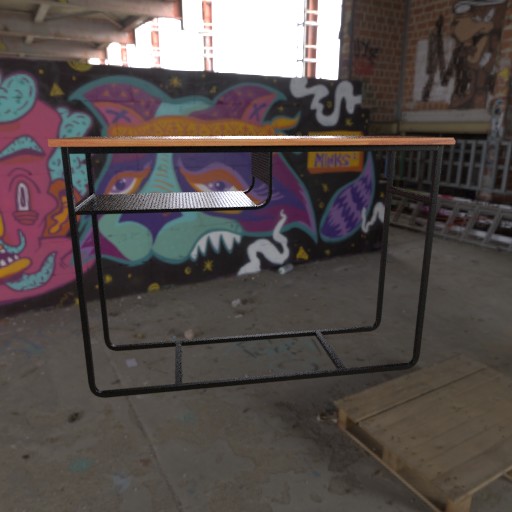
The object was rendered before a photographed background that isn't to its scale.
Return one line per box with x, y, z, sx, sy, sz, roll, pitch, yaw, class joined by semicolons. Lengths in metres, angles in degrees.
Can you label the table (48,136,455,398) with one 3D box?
0.000;0.000;1.449;1.100;0.750;0.350;-3;16;-9;table
